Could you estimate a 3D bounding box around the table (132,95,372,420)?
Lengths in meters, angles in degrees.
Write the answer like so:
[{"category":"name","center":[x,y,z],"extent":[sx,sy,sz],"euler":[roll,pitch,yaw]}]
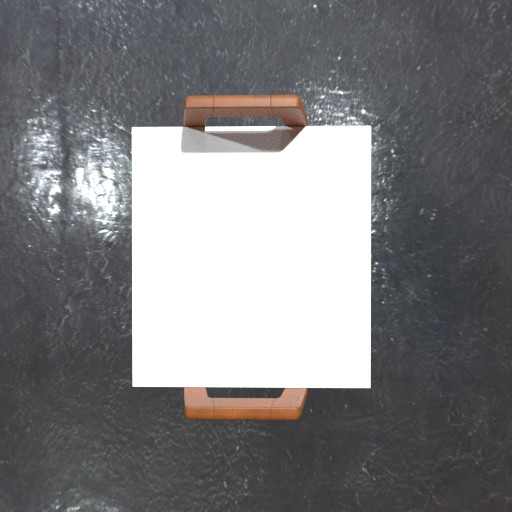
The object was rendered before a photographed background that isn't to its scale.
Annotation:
[{"category":"table","center":[0.000,0.000,0.920],"extent":[0.405,0.610,0.457],"euler":[0,91,1]}]
